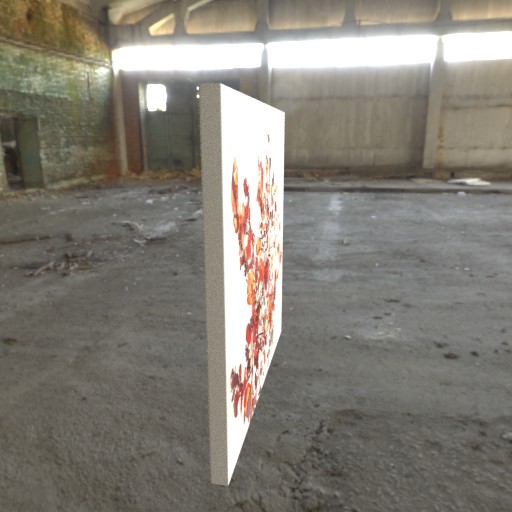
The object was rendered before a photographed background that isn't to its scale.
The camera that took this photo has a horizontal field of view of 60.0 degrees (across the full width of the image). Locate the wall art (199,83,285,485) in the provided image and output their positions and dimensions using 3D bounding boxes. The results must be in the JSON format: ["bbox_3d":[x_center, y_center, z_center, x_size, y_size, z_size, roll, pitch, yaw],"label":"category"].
[{"bbox_3d":[0.000,0.000,1.154,0.037,0.757,0.757,3,15,11],"label":"wall art"}]
